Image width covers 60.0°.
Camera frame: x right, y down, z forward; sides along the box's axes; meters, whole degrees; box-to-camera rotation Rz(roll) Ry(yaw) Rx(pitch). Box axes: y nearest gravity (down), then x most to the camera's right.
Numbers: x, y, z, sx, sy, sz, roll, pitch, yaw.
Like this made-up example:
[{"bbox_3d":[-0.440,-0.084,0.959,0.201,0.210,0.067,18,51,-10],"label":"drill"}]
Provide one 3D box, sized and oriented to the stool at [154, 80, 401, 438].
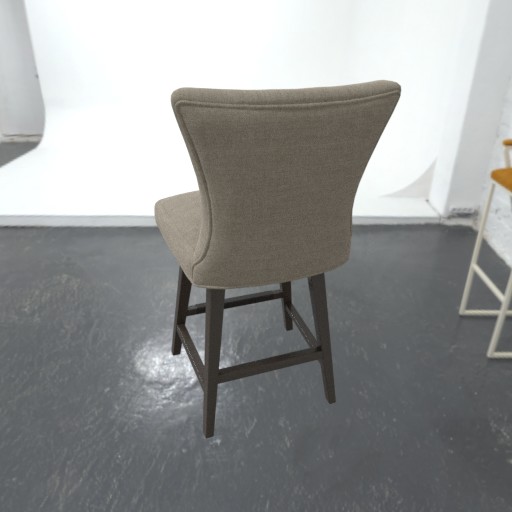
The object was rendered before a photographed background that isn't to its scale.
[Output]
[{"bbox_3d":[0.000,0.000,1.317,0.514,1.000,0.574,-9,28,-17],"label":"stool"}]
